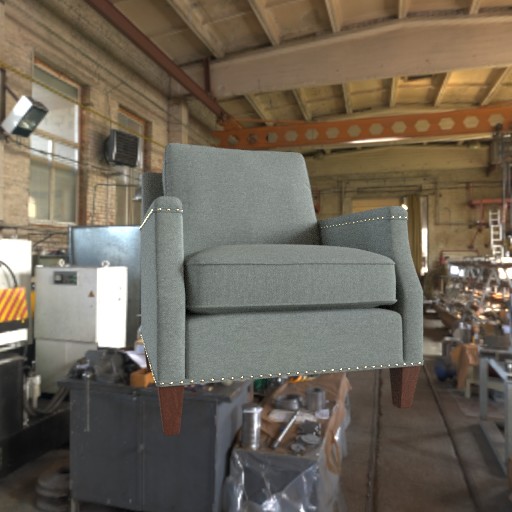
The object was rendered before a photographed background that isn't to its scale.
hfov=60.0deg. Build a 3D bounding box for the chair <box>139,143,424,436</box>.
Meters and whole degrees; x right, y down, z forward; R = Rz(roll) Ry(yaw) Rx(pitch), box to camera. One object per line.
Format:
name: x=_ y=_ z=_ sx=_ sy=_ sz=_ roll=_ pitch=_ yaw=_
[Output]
chair: x=0.000 y=0.000 z=1.811 sx=0.885 sy=1.031 sz=1.031 roll=0 pitch=-1 yaw=-17
